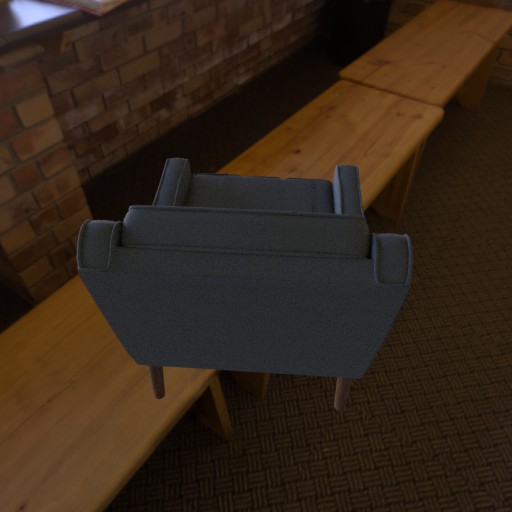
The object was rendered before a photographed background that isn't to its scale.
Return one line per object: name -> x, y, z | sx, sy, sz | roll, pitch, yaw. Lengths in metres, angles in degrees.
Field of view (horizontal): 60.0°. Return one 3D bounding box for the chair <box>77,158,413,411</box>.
chair -> 0.000, 0.000, 1.329 | 0.663, 0.780, 0.733 | 3, 47, 3
